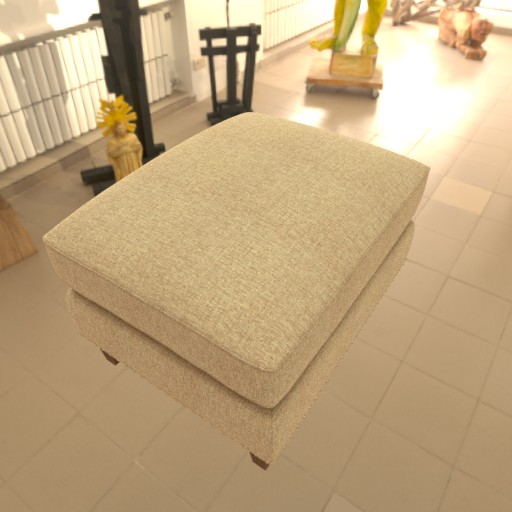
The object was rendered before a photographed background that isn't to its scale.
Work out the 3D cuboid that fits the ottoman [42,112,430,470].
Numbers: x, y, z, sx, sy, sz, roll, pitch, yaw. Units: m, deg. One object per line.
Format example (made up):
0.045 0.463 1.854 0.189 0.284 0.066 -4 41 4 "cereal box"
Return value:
0.000 0.000 1.117 0.584 0.513 0.741 25 47 25 "ottoman"
